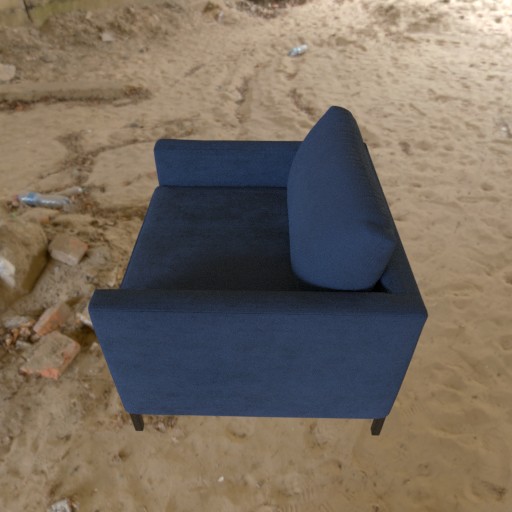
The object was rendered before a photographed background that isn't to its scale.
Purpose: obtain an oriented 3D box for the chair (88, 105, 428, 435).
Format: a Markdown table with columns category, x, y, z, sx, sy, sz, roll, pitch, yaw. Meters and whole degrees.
| category | x | y | z | sx | sy | sz | roll | pitch | yaw |
| --- | --- | --- | --- | --- | --- | --- | --- | --- | --- |
| chair | 0.000 | 0.000 | 1.577 | 0.875 | 0.812 | 0.964 | 1 | 41 | 1 |
